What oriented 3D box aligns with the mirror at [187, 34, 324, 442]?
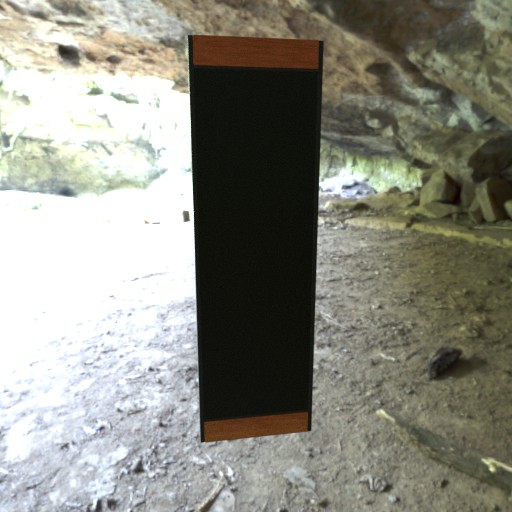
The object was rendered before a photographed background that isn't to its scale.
[{"bbox_3d":[0.000,0.000,1.247,0.343,1.123,0.047,-2,13,-9],"label":"mirror"}]
